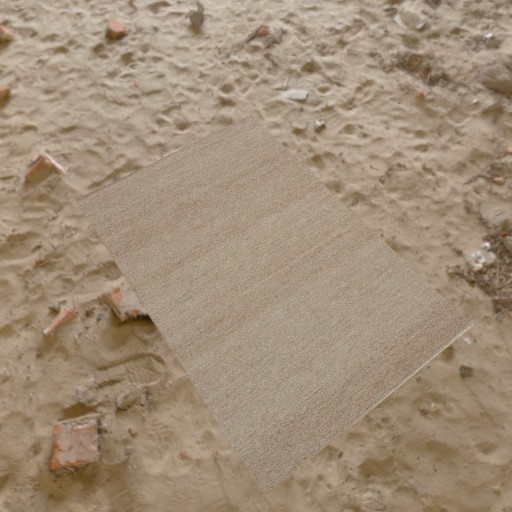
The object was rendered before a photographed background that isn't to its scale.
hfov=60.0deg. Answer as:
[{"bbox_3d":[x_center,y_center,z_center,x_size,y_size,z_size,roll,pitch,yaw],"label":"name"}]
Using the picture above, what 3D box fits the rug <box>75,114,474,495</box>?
[{"bbox_3d":[0.000,0.000,2.942,1.574,0.029,2.346,-31,62,-18],"label":"rug"}]
